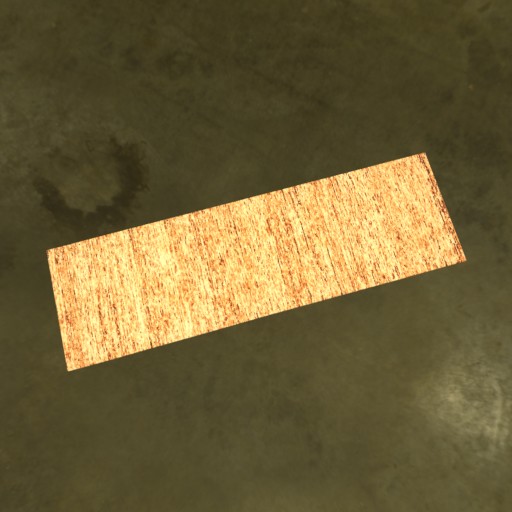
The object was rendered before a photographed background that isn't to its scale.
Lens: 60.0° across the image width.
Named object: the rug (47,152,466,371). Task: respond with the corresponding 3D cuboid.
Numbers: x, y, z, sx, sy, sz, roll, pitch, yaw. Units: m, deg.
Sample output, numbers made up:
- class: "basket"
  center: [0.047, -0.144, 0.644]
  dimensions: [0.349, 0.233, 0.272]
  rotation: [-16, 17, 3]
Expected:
- class: "rug"
  center: [0.000, 0.000, 2.465]
  dimensions: [2.237, 0.014, 0.680]
  rotation: [-15, 78, -3]
